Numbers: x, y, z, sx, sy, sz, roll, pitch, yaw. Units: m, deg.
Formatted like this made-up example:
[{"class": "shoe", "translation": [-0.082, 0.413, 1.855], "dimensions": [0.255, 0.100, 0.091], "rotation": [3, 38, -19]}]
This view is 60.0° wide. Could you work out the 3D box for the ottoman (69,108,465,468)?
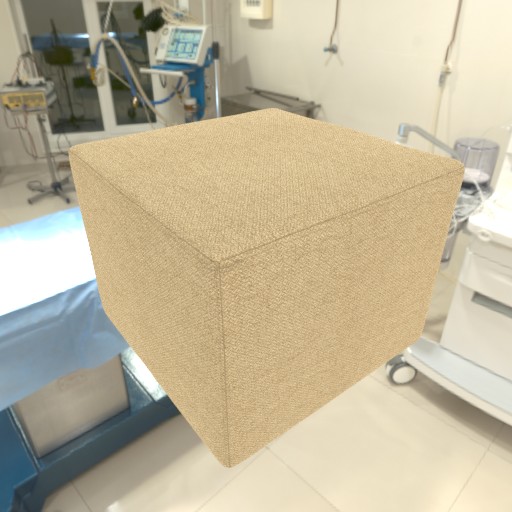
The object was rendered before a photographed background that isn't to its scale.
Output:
[{"class": "ottoman", "translation": [0.000, 0.000, 0.863], "dimensions": [0.508, 0.432, 0.508], "rotation": [-22, 37, -31]}]
